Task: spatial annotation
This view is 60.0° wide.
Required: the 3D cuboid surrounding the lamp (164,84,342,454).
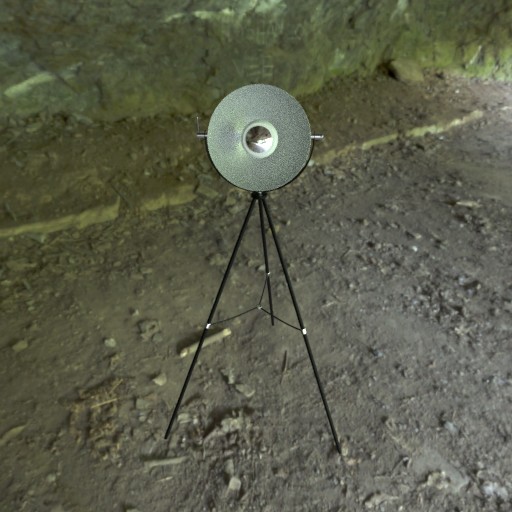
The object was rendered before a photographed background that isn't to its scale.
[{"bbox_3d":[0.000,0.000,2.040,0.817,1.512,0.920,1,29,2],"label":"lamp"}]
